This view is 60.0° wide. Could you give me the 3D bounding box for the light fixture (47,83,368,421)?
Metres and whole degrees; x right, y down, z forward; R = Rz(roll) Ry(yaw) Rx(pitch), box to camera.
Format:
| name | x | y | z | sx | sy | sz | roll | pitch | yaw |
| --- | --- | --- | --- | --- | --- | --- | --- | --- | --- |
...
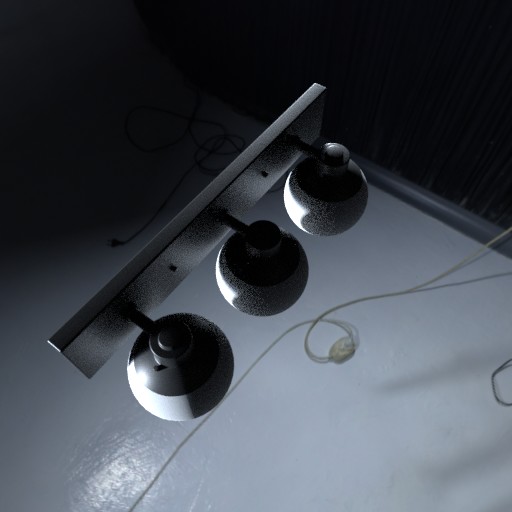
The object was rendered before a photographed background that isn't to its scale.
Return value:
| name | x | y | z | sx | sy | sz | roll | pitch | yaw |
| --- | --- | --- | --- | --- | --- | --- | --- | --- | --- |
| light fixture | 0.000 | 0.000 | 0.868 | 0.218 | 0.263 | 0.721 | 32 | 63 | 18 |
